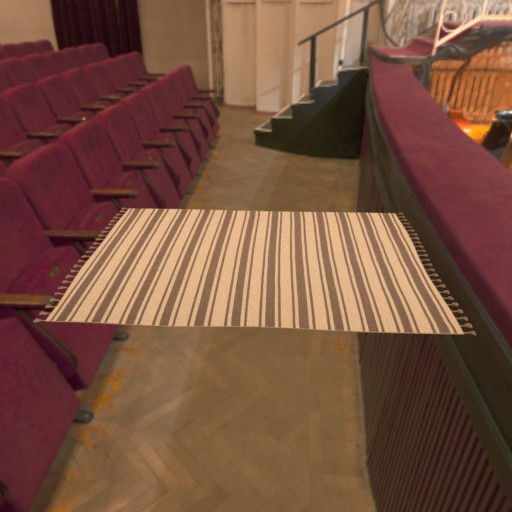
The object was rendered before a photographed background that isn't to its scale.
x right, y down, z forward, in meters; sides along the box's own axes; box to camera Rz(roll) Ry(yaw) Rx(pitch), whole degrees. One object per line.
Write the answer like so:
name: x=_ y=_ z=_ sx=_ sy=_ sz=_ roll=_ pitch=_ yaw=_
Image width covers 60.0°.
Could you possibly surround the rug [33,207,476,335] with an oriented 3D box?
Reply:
rug: x=0.000 y=0.000 z=3.873 sx=3.040 sy=0.017 sz=2.030 roll=1 pitch=29 yaw=2
